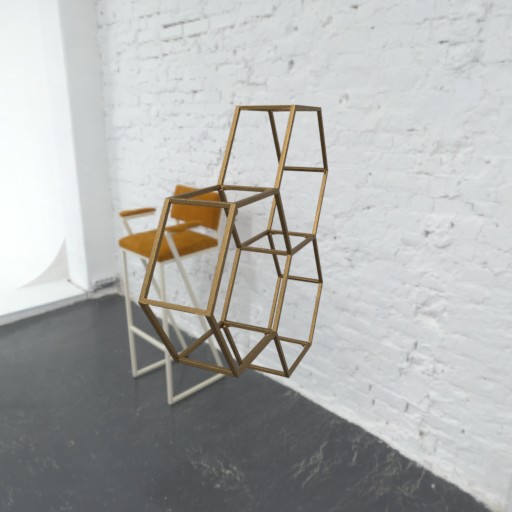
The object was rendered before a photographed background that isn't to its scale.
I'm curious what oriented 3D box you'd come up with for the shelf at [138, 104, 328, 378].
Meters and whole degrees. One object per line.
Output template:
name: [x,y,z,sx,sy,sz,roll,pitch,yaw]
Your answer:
shelf: [0.000,0.000,1.082,0.150,0.701,0.708,7,18,23]
